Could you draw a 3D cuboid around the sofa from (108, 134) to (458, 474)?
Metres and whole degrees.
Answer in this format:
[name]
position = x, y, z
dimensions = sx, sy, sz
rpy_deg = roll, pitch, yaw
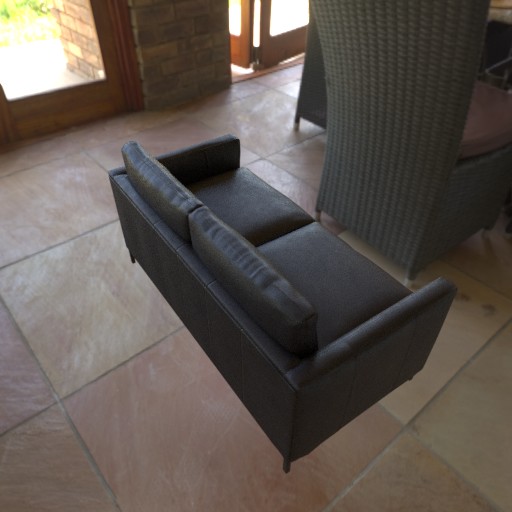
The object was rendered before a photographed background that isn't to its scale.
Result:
[sofa]
position = 0.000, 0.000, 2.352
dimensions = 0.947, 0.883, 1.805
rpy_deg = -26, 47, -27
